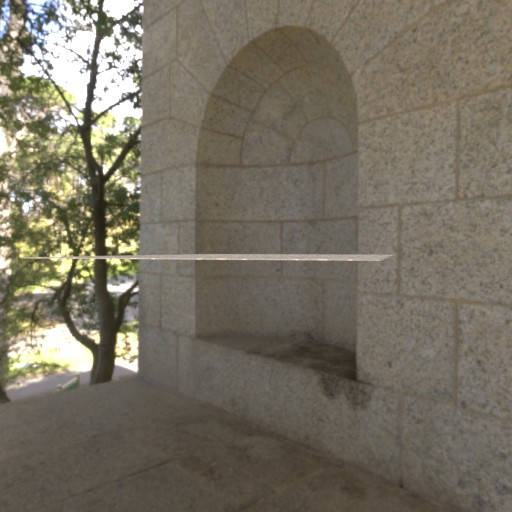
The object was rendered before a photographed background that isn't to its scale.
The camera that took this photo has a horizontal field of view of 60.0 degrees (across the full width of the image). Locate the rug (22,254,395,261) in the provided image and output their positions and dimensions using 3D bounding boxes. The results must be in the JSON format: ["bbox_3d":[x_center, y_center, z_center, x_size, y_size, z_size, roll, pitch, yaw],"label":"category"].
[{"bbox_3d":[0.000,0.000,3.926,2.283,0.006,2.892,0,1,19],"label":"rug"}]
